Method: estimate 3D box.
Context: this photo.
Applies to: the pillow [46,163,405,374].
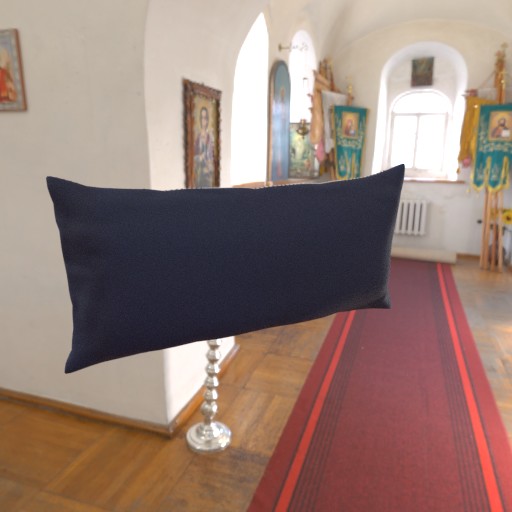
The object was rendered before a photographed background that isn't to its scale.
[{"bbox_3d":[0.000,0.000,0.729,0.610,0.287,0.151,-7,16,-25],"label":"pillow"}]
